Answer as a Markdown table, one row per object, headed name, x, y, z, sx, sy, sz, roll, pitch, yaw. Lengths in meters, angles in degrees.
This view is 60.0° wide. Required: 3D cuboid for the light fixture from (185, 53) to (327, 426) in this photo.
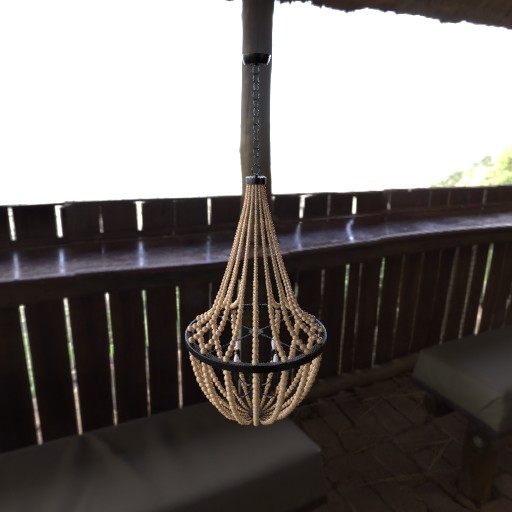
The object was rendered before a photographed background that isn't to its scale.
| name | x | y | z | sx | sy | sz | roll | pitch | yaw |
| --- | --- | --- | --- | --- | --- | --- | --- | --- | --- |
| light fixture | 0.000 | 0.000 | 1.359 | 0.450 | 1.133 | 0.450 | 0 | 16 | 0 |
